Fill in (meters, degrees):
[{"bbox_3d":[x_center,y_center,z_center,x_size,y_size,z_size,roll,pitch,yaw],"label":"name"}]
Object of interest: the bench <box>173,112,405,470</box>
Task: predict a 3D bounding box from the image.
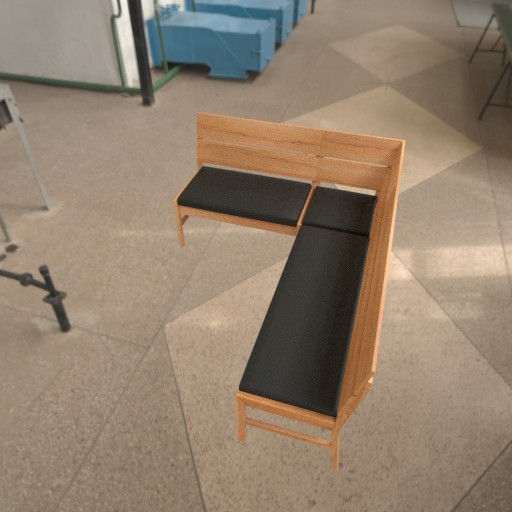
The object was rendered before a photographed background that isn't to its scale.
[{"bbox_3d":[0.000,0.000,2.821,1.548,0.890,1.948,12,43,13],"label":"bench"}]
